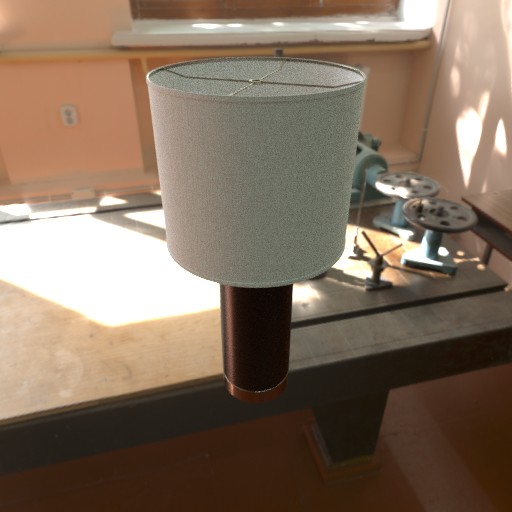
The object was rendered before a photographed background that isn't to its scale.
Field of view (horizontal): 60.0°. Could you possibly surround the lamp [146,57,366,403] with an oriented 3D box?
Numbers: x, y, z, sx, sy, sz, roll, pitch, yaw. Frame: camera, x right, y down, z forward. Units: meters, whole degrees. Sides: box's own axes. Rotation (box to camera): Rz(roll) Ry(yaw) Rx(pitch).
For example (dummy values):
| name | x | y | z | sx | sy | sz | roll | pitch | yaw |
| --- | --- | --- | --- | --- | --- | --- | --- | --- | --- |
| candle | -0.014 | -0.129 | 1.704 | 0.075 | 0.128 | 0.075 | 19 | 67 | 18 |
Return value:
| name | x | y | z | sx | sy | sz | roll | pitch | yaw |
| --- | --- | --- | --- | --- | --- | --- | --- | --- | --- |
| lamp | 0.000 | 0.000 | 0.622 | 0.241 | 0.482 | 0.240 | 11 | 33 | 17 |
